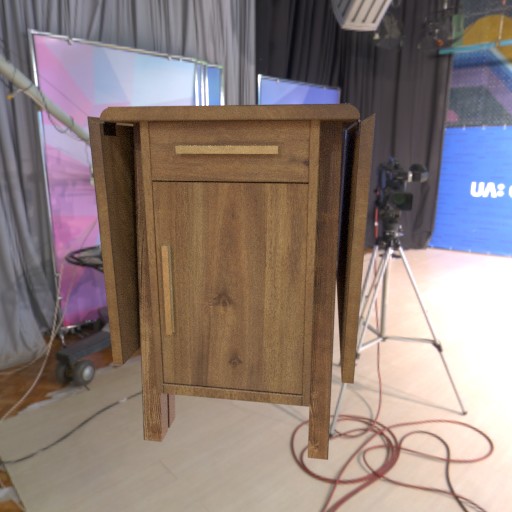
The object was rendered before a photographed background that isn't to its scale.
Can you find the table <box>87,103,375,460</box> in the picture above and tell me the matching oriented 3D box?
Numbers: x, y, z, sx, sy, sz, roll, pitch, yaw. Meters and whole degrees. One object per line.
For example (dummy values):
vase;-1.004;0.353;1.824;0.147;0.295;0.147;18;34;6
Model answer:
table;0.000;0.000;1.634;0.701;0.981;0.967;2;15;9
